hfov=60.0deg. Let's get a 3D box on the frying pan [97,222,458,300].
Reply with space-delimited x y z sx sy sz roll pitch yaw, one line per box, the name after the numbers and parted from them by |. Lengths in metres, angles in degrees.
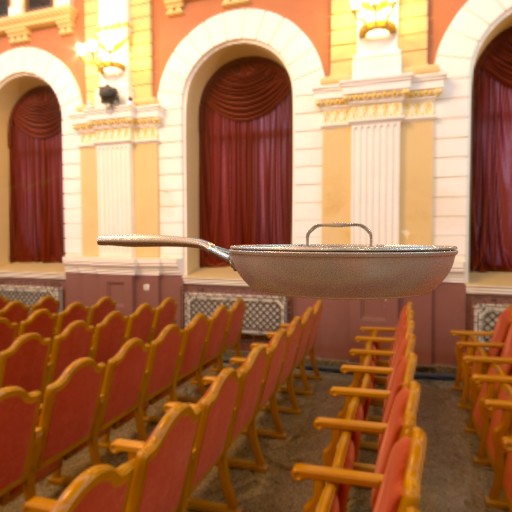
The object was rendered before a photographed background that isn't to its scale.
0.000 0.000 0.589 0.490 0.086 0.272 1 2 19 | frying pan
